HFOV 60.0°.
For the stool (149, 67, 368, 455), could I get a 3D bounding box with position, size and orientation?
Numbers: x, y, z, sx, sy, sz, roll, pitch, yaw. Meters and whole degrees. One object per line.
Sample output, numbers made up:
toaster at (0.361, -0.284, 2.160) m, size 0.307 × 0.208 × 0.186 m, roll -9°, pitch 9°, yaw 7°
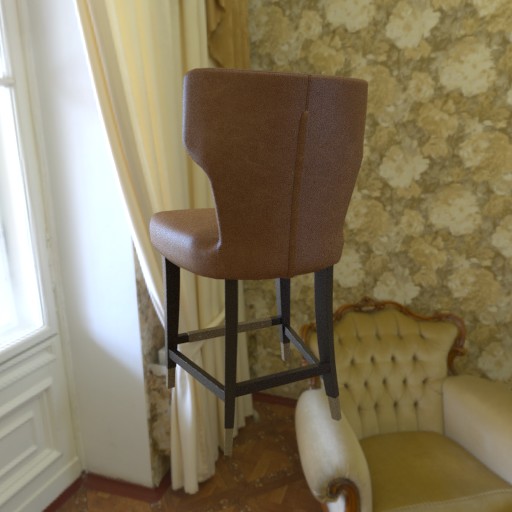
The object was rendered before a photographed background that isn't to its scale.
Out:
stool at (0.000, 0.000, 1.338) m, size 0.526 × 0.982 × 0.563 m, roll -7°, pitch 16°, yaw -25°
